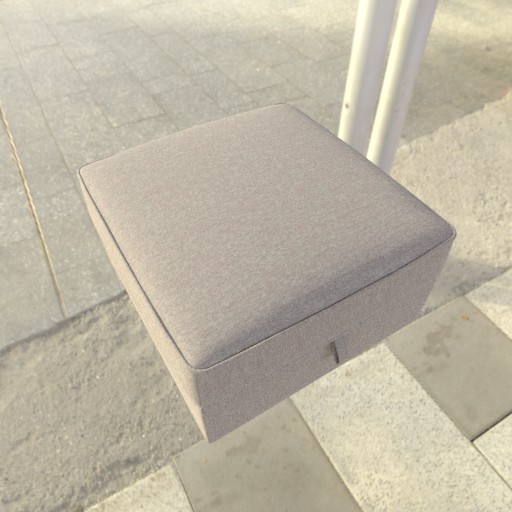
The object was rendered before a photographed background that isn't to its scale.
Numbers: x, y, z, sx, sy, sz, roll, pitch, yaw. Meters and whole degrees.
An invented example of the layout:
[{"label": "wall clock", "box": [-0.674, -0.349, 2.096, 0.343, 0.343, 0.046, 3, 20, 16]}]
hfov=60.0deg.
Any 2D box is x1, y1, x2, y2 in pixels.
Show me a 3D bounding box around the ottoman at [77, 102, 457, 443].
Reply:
[{"label": "ottoman", "box": [0.000, 0.000, 1.411, 0.808, 0.612, 0.871, -24, 52, -21]}]
